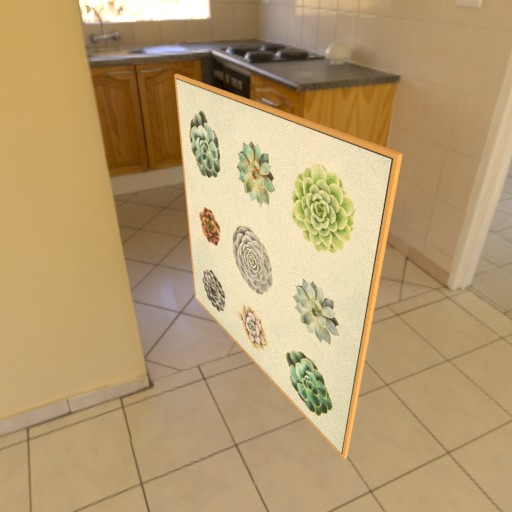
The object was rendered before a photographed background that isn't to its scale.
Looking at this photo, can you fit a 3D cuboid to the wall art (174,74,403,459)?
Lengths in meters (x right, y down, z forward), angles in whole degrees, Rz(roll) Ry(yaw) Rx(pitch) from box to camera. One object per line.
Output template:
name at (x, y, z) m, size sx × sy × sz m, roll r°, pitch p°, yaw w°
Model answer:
wall art at (0.000, 0.000, 1.428) m, size 0.013 × 0.959 × 0.962 m, roll -20°, pitch 38°, yaw -29°
